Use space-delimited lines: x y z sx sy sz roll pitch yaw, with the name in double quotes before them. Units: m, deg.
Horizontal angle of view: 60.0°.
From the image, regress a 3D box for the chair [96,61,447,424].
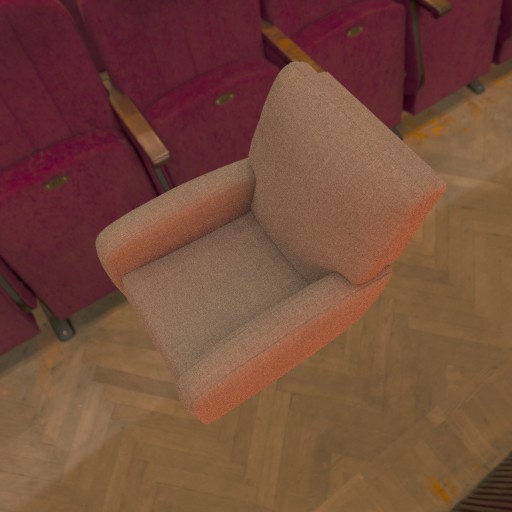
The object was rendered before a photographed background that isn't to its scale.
"chair" 0.000 0.000 1.657 0.990 0.990 0.762 -31 67 -15
